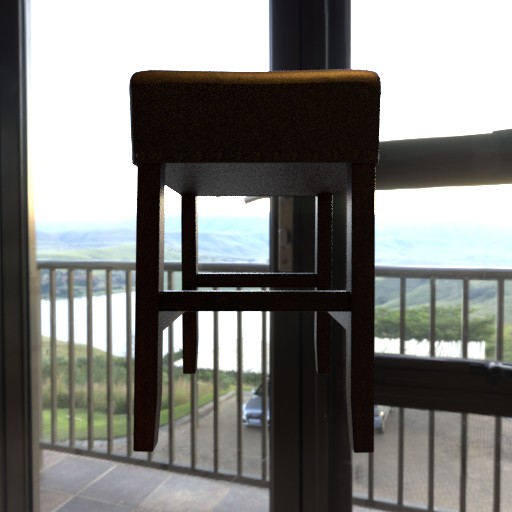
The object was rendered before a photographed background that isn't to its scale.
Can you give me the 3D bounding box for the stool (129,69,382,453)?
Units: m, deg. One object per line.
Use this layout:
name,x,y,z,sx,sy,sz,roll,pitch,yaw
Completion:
stool,0.000,0.000,0.918,0.397,0.608,0.465,0,1,0
